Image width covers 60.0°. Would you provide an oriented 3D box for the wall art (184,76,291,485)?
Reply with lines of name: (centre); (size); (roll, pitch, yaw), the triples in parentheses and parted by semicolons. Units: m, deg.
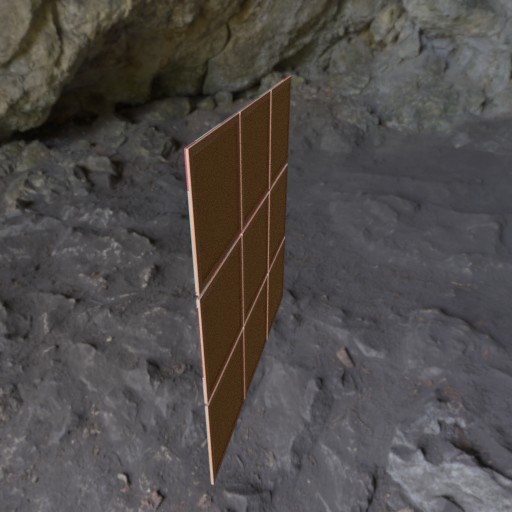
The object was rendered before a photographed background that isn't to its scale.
wall art: (0.000, 0.000, 2.250); (0.013, 1.519, 1.521); (7, 30, 13)
